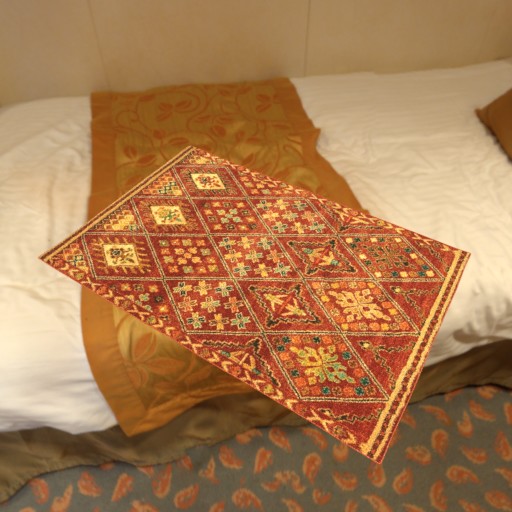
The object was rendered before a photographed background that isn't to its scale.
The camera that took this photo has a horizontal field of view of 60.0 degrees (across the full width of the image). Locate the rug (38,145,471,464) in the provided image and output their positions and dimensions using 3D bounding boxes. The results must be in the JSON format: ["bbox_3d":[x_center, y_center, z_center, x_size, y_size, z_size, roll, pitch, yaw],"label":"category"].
[{"bbox_3d":[0.000,0.000,2.799,2.286,0.026,1.521,25,52,22],"label":"rug"}]
